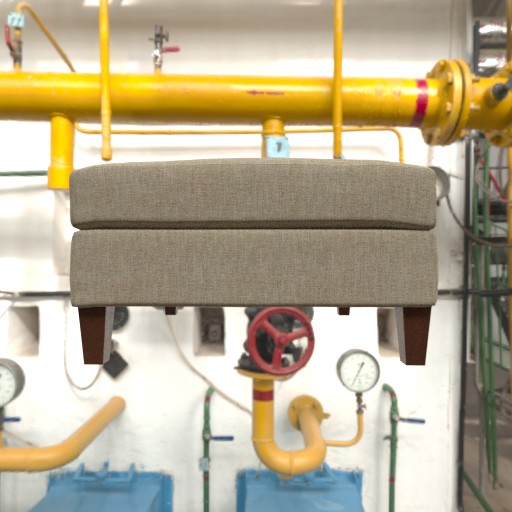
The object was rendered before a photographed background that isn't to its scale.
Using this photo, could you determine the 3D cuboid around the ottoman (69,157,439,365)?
[{"bbox_3d":[0.000,0.000,1.443,0.836,0.492,0.976,0,0,1],"label":"ottoman"}]
